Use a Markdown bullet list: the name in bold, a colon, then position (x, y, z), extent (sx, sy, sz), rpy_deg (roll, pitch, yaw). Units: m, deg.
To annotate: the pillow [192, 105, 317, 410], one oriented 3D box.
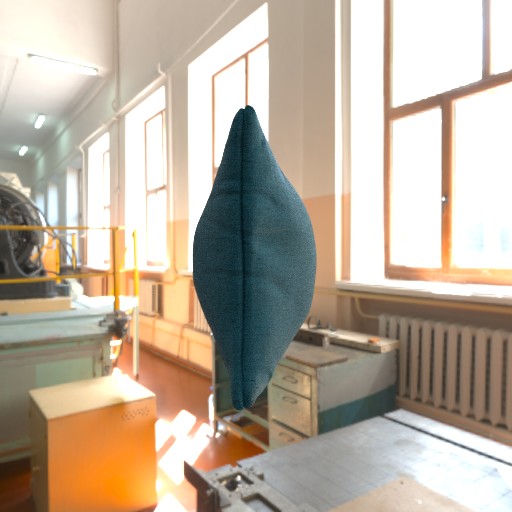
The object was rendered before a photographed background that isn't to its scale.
- **pillow**: position (0.000, 0.000, 0.798), extent (0.210, 0.338, 0.633), rpy_deg (0, 0, 1)
